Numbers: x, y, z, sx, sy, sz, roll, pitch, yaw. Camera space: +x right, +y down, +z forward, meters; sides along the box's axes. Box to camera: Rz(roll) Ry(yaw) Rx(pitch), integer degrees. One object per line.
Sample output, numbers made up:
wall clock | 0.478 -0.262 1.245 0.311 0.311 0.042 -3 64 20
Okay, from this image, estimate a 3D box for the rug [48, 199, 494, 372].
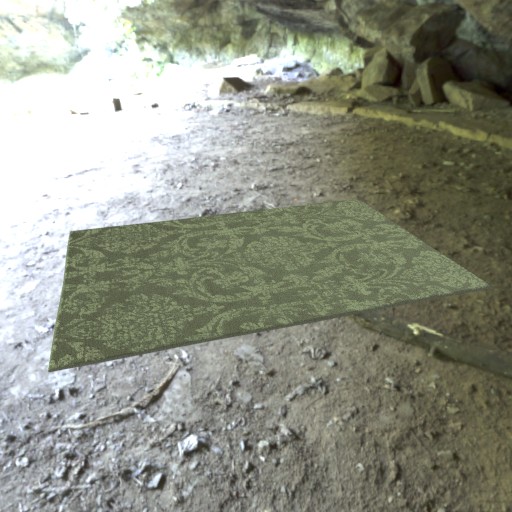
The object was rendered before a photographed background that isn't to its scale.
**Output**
rug | 0.000 0.000 2.224 1.824 0.012 1.206 -8 28 -15
